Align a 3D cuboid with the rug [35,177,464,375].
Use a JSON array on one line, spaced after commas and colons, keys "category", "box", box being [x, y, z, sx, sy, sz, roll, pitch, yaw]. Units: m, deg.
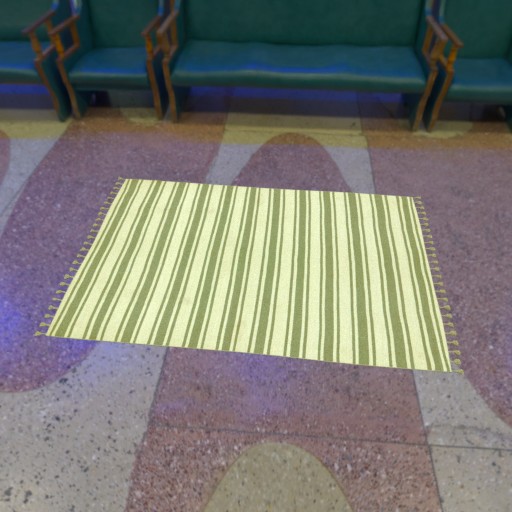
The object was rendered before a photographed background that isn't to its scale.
[{"category": "rug", "box": [0.000, 0.000, 2.999, 2.435, 0.018, 1.540, 4, 46, 4]}]
